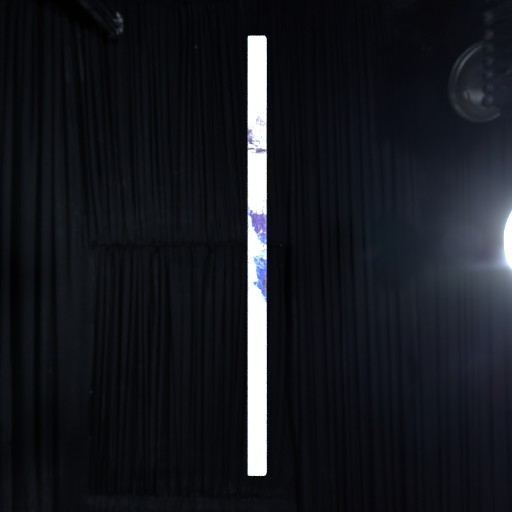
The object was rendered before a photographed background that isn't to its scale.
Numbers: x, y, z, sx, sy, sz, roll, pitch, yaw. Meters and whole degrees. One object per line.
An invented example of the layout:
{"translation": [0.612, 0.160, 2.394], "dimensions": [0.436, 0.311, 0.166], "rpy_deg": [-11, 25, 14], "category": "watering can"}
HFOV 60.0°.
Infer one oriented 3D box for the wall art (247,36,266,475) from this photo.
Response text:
{"translation": [0.000, 0.000, 1.333], "dimensions": [0.038, 0.885, 0.887], "rpy_deg": [0, 0, 0], "category": "wall art"}
